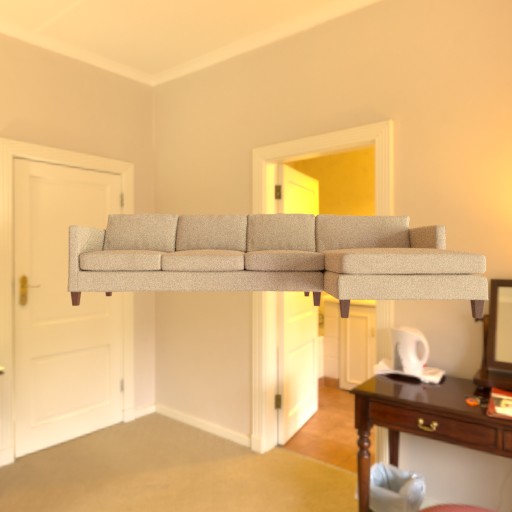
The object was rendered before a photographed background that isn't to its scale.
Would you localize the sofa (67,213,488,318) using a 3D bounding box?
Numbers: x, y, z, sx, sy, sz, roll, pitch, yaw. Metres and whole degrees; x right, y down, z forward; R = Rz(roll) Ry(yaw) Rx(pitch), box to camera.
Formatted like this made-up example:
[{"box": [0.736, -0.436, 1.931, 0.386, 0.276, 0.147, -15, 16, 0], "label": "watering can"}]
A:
[{"box": [0.000, 0.000, 3.826, 3.186, 0.846, 1.625, 0, 0, 1], "label": "sofa"}]
